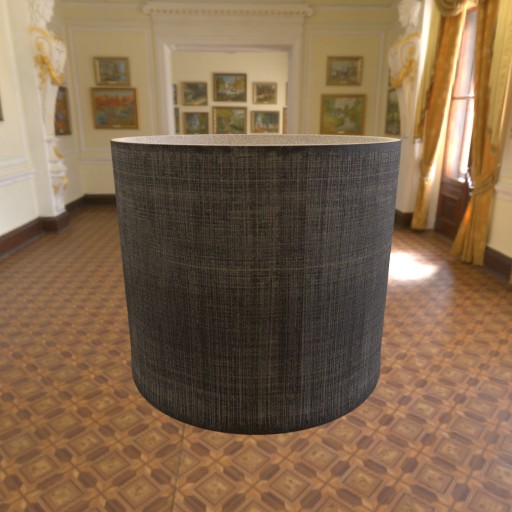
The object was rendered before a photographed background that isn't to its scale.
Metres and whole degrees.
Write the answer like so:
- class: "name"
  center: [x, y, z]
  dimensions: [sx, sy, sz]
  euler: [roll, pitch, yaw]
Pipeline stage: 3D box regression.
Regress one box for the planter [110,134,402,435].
- class: "planter"
  center: [0.000, 0.000, 0.306]
  dimensions: [0.178, 0.157, 0.178]
  euler: [0, 17, 0]
